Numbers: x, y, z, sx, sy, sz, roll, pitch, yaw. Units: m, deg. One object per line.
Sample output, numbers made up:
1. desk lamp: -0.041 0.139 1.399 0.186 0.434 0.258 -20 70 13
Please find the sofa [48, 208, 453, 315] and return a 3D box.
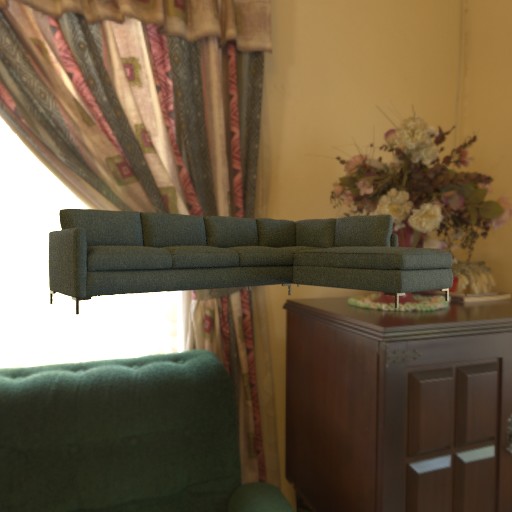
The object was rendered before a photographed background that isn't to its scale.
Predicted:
1. sofa: 0.000 0.000 3.836 2.949 0.815 2.007 -1 1 -38
